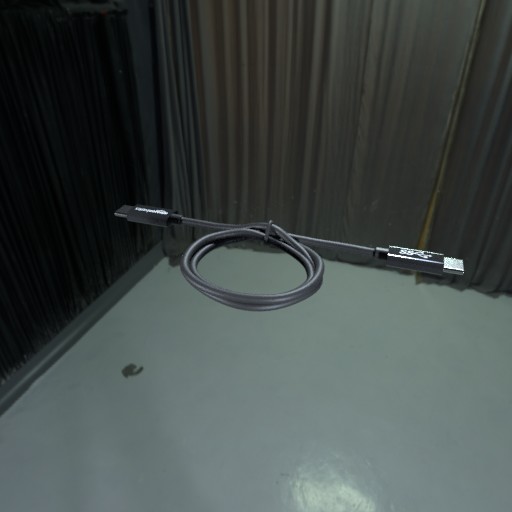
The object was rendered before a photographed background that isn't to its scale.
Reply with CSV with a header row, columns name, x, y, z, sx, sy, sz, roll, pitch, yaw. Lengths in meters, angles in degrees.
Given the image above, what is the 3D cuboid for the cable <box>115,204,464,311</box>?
name,x,y,z,sx,sy,sz,roll,pitch,yaw
cable,0.000,0.000,0.209,0.186,0.014,0.070,10,33,16
